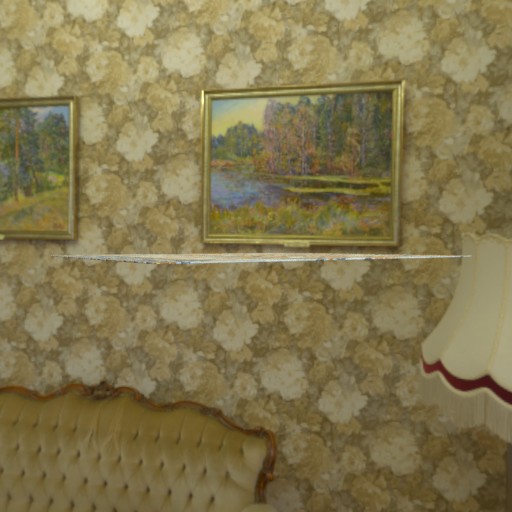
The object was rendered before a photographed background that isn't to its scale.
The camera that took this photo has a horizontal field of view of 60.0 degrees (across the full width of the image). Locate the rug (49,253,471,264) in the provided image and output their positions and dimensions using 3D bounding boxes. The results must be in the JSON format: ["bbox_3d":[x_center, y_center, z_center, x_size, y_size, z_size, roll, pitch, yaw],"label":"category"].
[{"bbox_3d":[0.000,0.000,4.078,3.048,0.010,2.439,-1,1,-36],"label":"rug"}]
